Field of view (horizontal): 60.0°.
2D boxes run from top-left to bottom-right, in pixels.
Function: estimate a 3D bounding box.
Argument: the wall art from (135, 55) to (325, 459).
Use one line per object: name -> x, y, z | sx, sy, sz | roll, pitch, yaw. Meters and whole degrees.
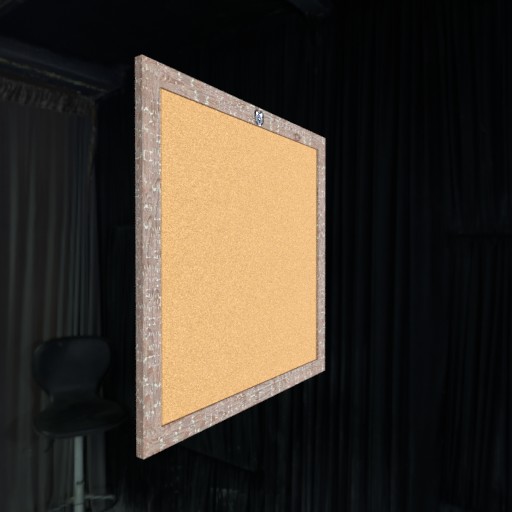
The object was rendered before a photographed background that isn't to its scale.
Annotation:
wall art -> 0.000, 0.000, 0.580 | 0.012, 0.384, 0.384 | 1, 1, 35
